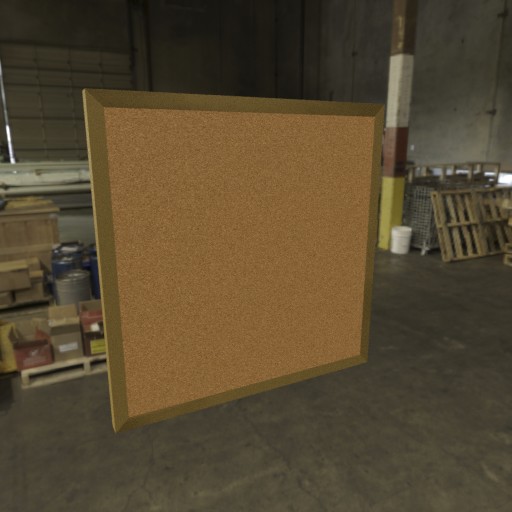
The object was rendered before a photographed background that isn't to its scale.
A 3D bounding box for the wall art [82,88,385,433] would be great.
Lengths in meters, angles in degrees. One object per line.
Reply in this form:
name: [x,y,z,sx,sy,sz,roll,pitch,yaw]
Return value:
wall art: [0.000,0.000,1.133,0.762,0.762,0.038,-7,16,-27]
